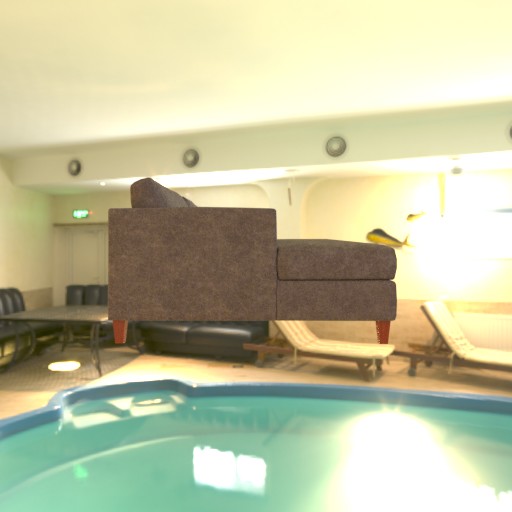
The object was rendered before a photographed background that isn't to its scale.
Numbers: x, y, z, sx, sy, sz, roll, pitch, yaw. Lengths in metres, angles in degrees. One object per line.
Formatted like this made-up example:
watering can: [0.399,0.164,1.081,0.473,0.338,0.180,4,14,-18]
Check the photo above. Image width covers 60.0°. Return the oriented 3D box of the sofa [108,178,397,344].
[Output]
sofa: [0.000,0.000,4.125,1.606,0.954,3.471,0,0,1]
